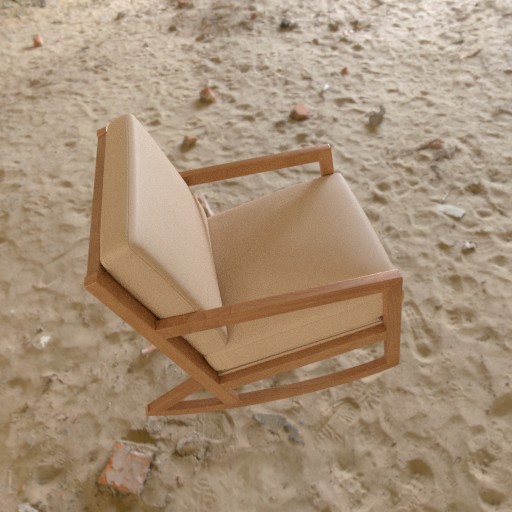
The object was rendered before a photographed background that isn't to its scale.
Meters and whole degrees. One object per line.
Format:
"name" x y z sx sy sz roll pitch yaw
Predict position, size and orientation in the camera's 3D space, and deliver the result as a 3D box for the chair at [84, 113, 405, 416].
"chair" 0.000 0.000 1.423 0.857 0.790 0.622 -8 48 -8
